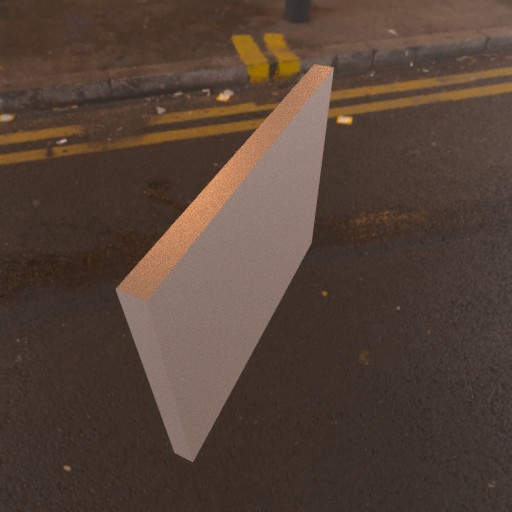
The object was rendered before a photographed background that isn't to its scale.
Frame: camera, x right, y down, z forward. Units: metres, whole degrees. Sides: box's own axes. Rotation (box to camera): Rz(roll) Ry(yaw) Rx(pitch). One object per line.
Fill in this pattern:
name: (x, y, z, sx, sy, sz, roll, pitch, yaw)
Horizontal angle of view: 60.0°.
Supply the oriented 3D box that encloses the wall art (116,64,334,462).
wall art: (0.000, 0.000, 1.411, 0.066, 0.801, 1.056, 19, 49, 17)
